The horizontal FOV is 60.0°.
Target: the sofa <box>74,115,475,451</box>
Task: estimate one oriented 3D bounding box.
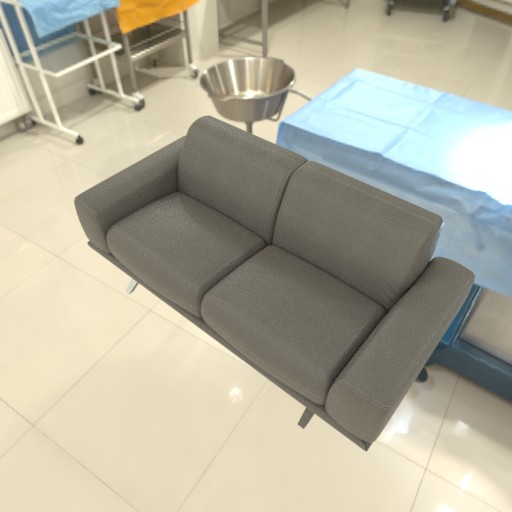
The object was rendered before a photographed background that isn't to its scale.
[{"bbox_3d":[0.000,0.000,2.302,1.901,0.772,0.900,31,53,27],"label":"sofa"}]
